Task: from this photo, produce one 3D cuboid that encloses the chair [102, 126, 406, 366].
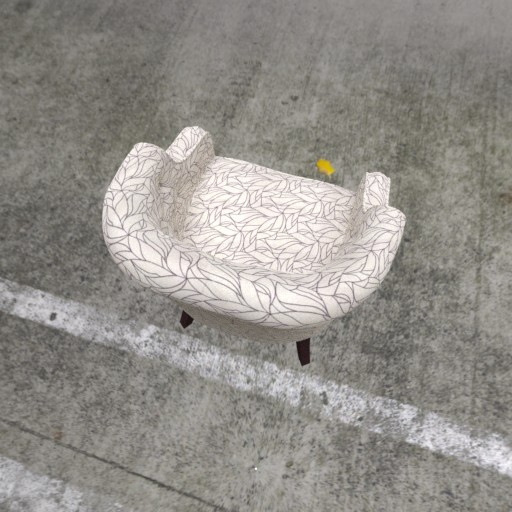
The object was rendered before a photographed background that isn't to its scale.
[{"bbox_3d":[0.000,0.000,1.289,0.686,0.858,0.613,16,65,8],"label":"chair"}]
